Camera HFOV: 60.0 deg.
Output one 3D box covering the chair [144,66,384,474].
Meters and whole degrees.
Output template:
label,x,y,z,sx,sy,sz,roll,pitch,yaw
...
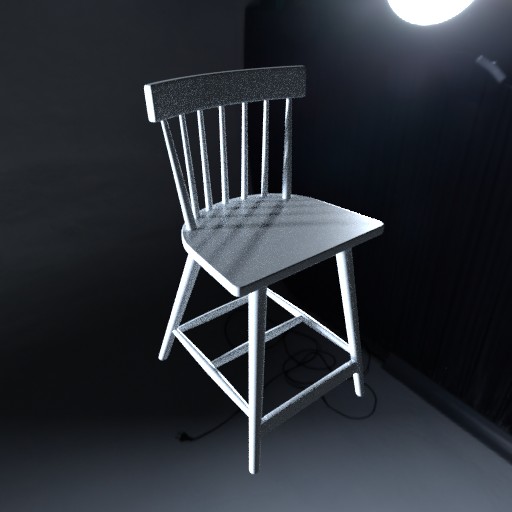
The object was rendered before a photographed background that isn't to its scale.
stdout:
label,x,y,z,sx,sy,sz,roll,pitch,yaw
chair,0.000,0.000,1.268,0.483,0.952,0.572,-22,37,-32
